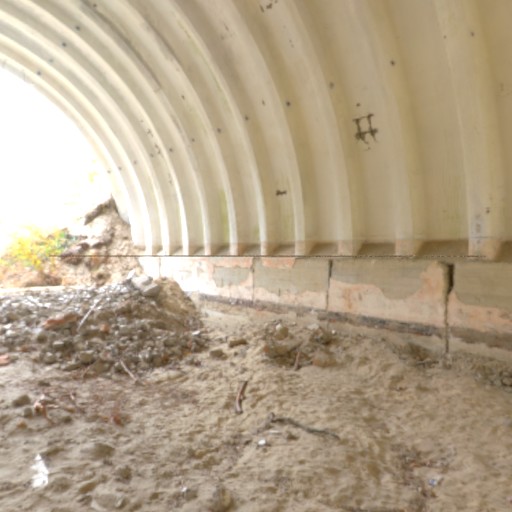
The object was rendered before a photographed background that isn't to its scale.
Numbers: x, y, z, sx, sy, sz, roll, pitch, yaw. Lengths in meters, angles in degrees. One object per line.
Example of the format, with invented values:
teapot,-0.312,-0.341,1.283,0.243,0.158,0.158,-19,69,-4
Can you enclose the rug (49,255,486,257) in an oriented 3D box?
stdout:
rug,0.000,0.000,2.755,2.438,0.006,0.783,0,0,17
